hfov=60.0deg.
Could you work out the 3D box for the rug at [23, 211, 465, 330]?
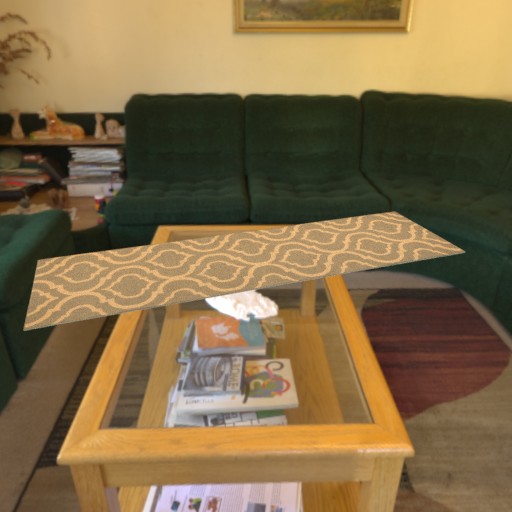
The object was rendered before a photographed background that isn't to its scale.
[{"bbox_3d":[0.000,0.000,2.457,2.275,0.009,0.684,-9,28,-17],"label":"rug"}]
